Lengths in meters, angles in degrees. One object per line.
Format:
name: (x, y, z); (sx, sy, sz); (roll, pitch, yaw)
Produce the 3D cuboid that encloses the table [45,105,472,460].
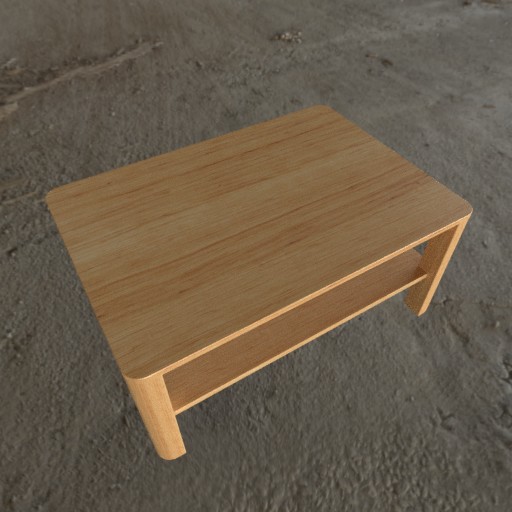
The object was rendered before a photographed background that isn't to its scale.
table: (0.000, 0.000, 1.390); (0.997, 0.445, 0.696); (-24, 51, -21)
